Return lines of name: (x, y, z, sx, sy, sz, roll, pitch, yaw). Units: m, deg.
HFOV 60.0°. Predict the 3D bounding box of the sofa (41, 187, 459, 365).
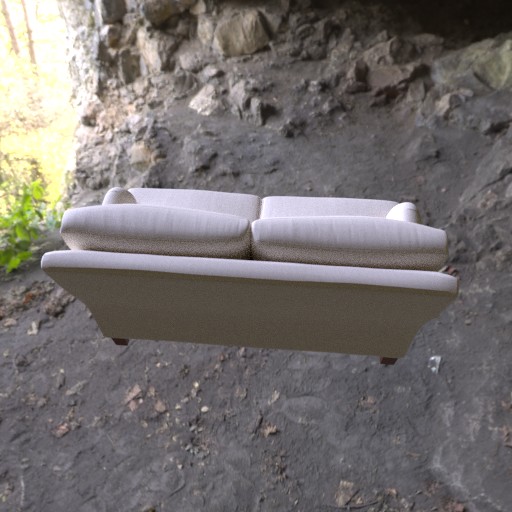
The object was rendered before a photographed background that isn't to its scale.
sofa: (0.000, 0.000, 2.536, 1.853, 1.101, 1.084, 3, 49, 3)
